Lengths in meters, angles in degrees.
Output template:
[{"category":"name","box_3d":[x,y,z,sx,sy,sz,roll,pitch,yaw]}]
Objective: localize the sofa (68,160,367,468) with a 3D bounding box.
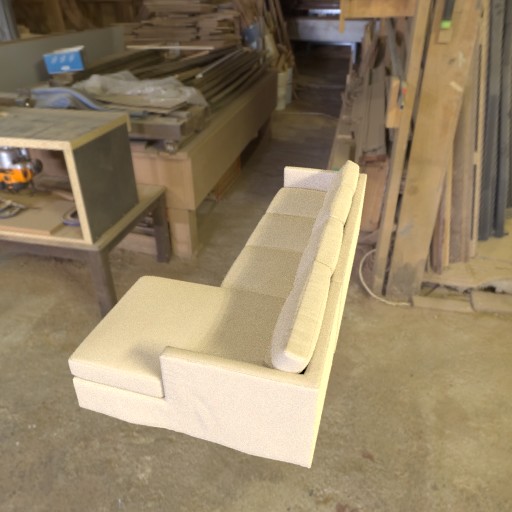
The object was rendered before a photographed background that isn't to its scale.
[{"category":"sofa","box_3d":[0.000,0.000,3.904,1.622,0.871,3.206,9,33,14]}]
